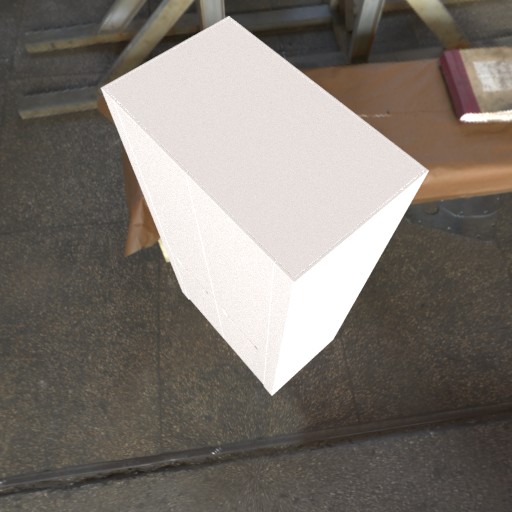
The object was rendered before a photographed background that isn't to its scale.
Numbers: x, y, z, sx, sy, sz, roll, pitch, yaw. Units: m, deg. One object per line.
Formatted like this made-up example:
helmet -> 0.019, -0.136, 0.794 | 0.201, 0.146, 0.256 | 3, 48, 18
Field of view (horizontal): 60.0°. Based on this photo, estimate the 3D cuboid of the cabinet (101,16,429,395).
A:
cabinet -> 0.000, 0.000, 2.324 | 0.580, 1.920, 0.980 | -38, 70, -17
